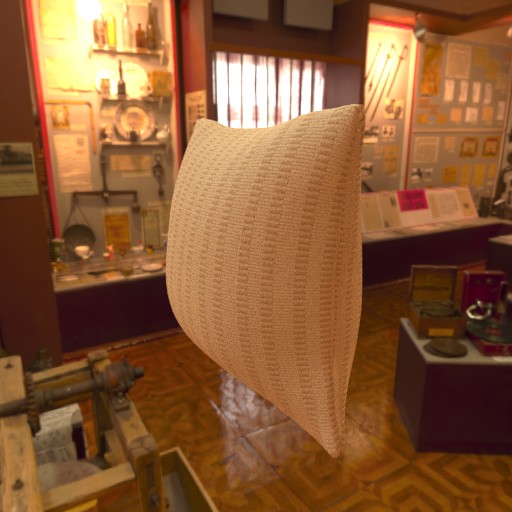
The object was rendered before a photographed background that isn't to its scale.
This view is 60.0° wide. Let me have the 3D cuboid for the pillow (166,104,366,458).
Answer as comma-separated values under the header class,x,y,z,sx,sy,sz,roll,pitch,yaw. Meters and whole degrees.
class,x,y,z,sx,sy,sz,roll,pitch,yaw
pillow,0.000,0.000,0.679,0.247,0.419,0.438,-8,17,-28
